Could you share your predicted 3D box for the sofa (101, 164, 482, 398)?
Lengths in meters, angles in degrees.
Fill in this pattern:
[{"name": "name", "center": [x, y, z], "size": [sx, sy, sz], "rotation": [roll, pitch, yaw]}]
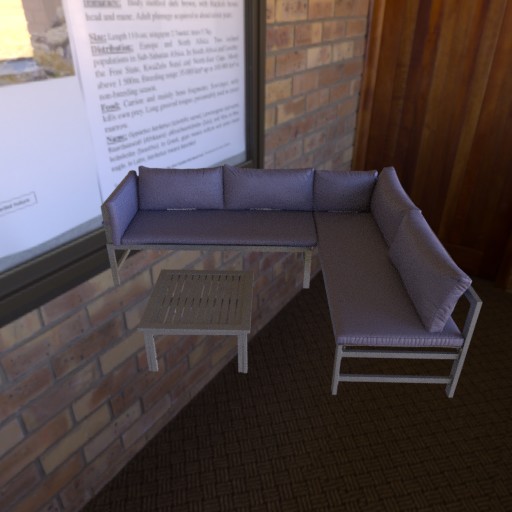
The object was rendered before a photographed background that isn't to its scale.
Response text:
[{"name": "sofa", "center": [0.000, 0.000, 2.920], "size": [2.149, 0.762, 1.658], "rotation": [1, 30, 1]}]
